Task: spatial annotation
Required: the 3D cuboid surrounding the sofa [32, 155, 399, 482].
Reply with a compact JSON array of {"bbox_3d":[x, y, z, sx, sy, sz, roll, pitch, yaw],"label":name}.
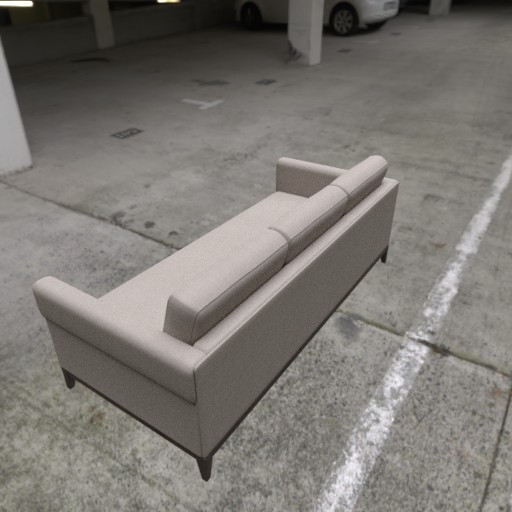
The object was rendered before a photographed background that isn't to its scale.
[{"bbox_3d":[0.000,0.000,2.654,0.959,0.838,2.210,19,35,29],"label":"sofa"}]
